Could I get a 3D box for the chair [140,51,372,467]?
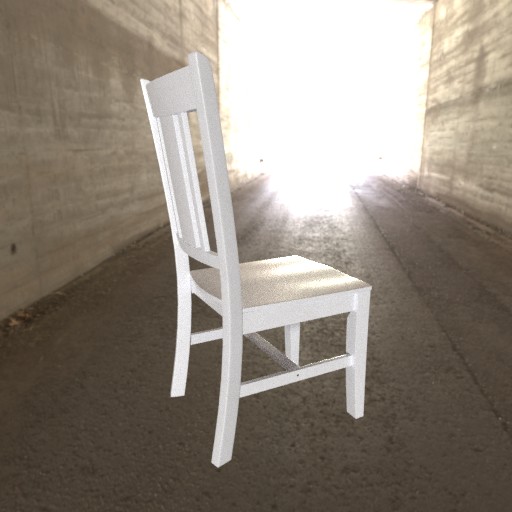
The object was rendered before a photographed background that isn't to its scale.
[{"bbox_3d":[0.000,0.000,1.309,0.555,0.998,0.450,-7,16,-27],"label":"chair"}]
